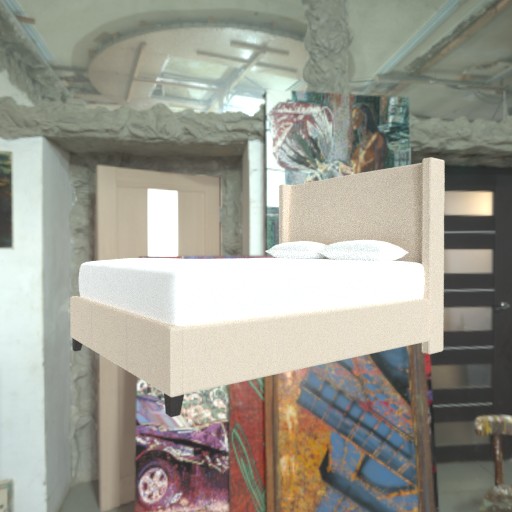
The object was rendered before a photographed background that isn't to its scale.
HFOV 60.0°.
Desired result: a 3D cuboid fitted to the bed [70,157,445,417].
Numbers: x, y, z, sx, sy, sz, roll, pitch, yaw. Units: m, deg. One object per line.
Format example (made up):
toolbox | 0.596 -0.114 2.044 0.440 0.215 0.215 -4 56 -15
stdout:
bed | 0.000 0.000 3.424 2.293 1.471 1.778 -1 1 -37
